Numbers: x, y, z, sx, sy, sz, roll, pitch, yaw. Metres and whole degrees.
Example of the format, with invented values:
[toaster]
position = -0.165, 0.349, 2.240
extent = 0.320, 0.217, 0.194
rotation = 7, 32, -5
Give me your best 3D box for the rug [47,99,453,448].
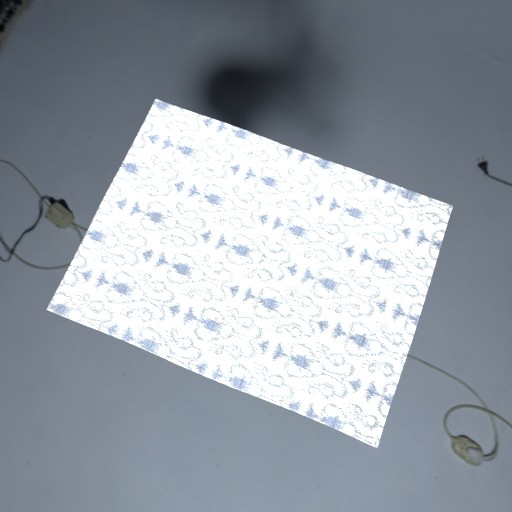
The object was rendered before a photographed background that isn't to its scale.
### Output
[rug]
position = 0.000, 0.000, 2.962
extent = 2.261, 0.013, 1.676
rotation = 21, 77, 5
